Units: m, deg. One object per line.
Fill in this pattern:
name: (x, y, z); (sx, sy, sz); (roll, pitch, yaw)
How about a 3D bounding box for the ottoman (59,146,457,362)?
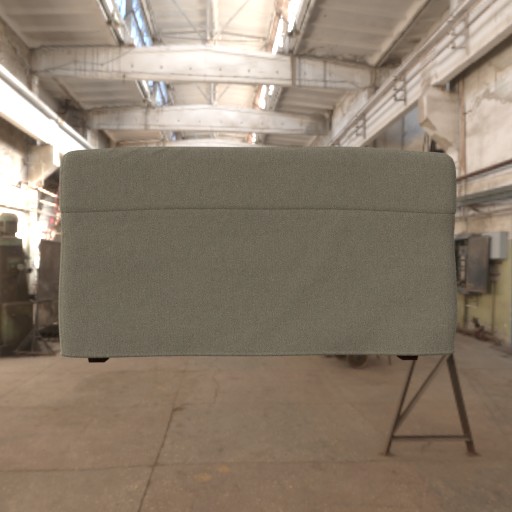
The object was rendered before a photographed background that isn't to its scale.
ottoman: (0.000, 0.000, 1.227); (0.833, 0.461, 0.648); (0, 0, -2)
